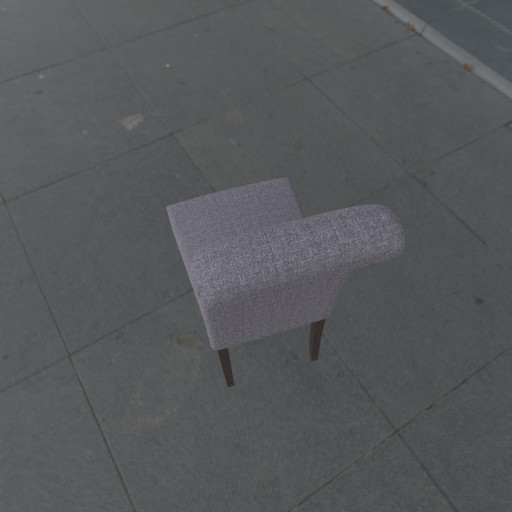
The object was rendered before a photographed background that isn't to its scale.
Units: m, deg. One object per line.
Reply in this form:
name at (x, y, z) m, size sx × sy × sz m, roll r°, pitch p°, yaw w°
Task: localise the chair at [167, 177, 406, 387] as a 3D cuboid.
chair at (0.000, 0.000, 1.365) m, size 0.456 × 1.006 × 0.671 m, roll -15°, pitch 60°, yaw -9°
